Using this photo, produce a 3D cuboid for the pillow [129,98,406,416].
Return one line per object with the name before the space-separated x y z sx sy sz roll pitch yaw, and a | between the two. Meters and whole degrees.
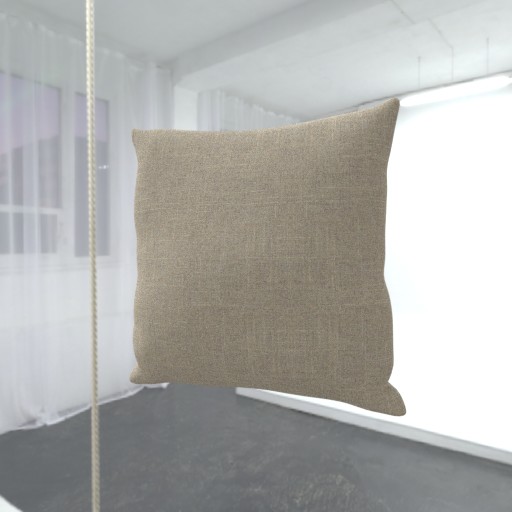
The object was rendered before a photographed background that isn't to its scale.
pillow | 0.000 0.000 0.682 0.439 0.440 0.182 0 1 18
